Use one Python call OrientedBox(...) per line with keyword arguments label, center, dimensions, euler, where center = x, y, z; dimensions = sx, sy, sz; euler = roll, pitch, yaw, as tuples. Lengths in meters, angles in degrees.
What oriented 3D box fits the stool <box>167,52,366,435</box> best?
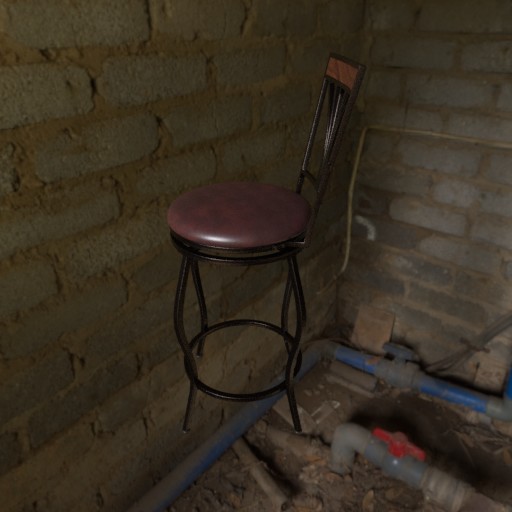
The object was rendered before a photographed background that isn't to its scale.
OrientedBox(label="stool", center=(0.000, 0.000, 1.364), dimensions=(0.514, 1.117, 0.433), euler=(0, 28, 0))
